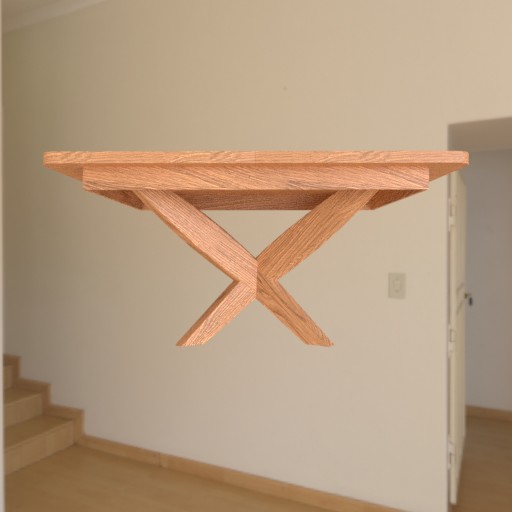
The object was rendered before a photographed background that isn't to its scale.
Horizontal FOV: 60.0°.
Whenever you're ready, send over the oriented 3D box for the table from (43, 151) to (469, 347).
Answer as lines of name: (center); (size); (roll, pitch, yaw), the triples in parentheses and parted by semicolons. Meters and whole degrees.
table: (0.000, 0.000, 2.091); (1.600, 0.770, 0.950); (0, 0, 0)
